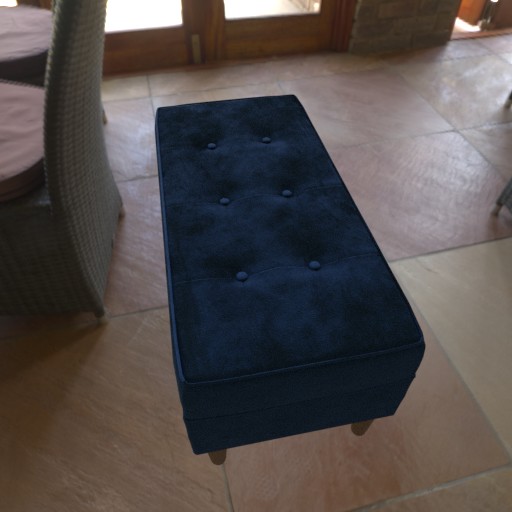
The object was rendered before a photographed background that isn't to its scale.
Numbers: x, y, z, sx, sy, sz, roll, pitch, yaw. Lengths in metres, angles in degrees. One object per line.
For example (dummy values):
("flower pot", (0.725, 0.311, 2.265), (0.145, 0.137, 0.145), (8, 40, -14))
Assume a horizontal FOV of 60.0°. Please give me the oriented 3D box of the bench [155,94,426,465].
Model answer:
("bench", (0.000, 0.000, 1.291), (0.489, 0.467, 1.010), (-8, 48, -8))
